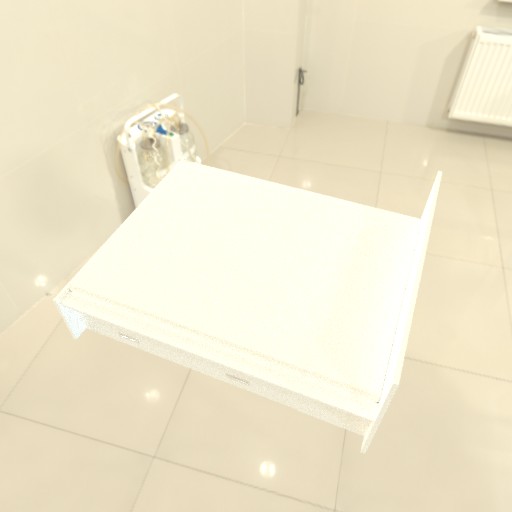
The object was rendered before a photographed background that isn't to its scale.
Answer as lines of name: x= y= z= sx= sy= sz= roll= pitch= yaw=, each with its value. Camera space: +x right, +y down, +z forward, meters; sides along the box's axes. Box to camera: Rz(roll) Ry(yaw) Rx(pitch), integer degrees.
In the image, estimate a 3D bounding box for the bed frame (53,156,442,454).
bed frame: x=0.000 y=0.000 z=2.920 sx=1.960 sy=0.800 sz=1.622 roll=17 pitch=49 yaw=15
